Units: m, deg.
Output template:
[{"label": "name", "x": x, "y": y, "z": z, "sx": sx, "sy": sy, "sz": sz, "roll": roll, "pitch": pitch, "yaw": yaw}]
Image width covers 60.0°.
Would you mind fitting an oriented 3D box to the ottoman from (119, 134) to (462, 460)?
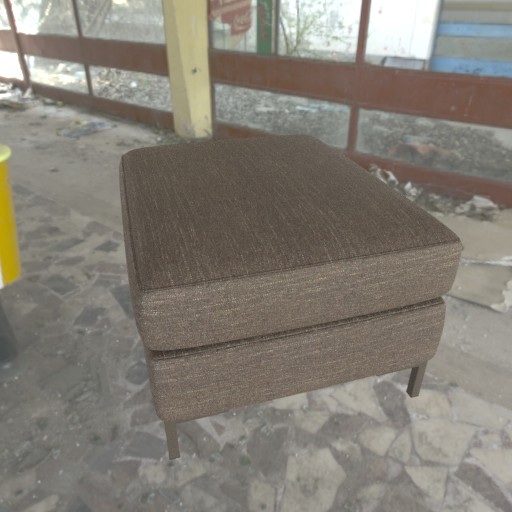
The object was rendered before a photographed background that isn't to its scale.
[{"label": "ottoman", "x": 0.000, "y": 0.000, "z": 1.224, "sx": 0.671, "sy": 0.490, "sz": 0.820, "roll": -9, "pitch": 32, "yaw": -14}]
